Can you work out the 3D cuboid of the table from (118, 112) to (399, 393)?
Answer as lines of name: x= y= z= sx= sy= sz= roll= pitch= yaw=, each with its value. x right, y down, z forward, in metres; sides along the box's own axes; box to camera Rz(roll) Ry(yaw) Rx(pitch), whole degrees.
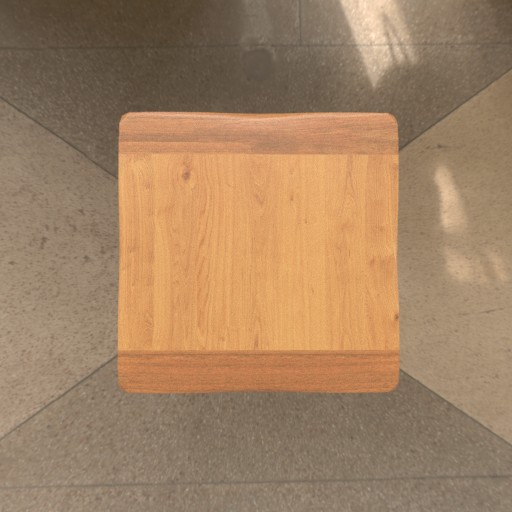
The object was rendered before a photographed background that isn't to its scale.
table: x=0.000 y=0.000 z=0.937 sx=0.360 sy=0.740 sz=0.360 roll=0 pitch=89 yaw=-1
